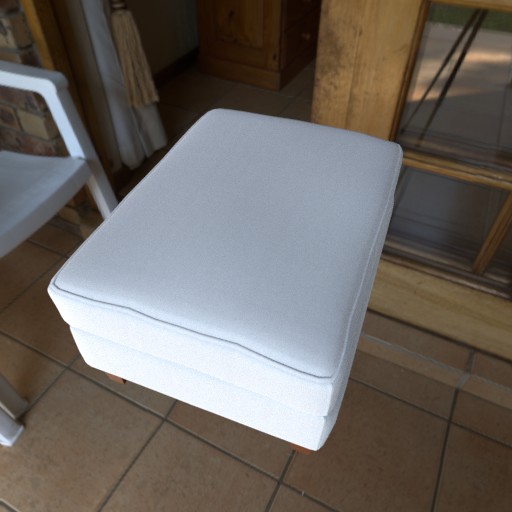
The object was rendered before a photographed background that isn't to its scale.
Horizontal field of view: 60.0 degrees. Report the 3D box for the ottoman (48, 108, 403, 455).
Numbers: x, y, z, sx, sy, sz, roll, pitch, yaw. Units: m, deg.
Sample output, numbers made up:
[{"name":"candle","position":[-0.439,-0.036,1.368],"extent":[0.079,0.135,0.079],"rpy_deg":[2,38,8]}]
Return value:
[{"name":"ottoman","position":[0.000,0.000,1.206],"extent":[0.634,0.479,0.818],"rpy_deg":[15,48,14]}]
